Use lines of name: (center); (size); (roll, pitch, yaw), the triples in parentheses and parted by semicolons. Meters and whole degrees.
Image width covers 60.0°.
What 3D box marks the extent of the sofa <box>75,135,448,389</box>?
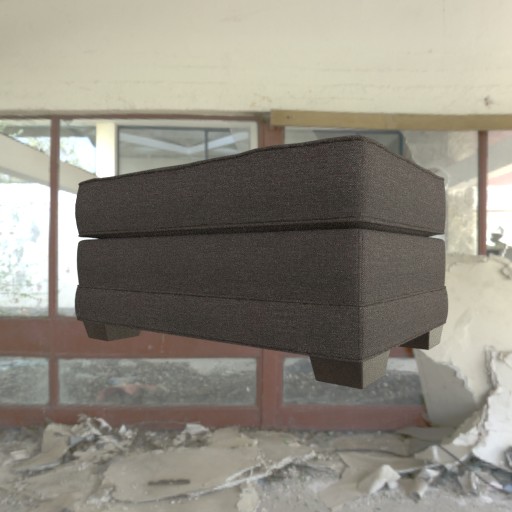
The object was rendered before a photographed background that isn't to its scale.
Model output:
sofa: (0.000, 0.000, 1.199); (0.854, 0.457, 0.578); (0, 0, 37)
